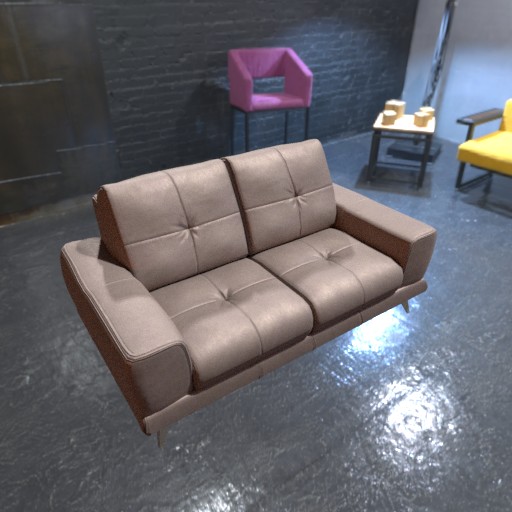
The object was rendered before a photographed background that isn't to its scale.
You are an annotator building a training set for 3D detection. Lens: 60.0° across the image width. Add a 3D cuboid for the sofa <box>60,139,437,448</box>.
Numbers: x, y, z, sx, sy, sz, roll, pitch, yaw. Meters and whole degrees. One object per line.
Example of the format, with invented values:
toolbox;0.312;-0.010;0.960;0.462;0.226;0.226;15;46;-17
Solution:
sofa;0.000;0.000;2.377;1.806;0.907;1.018;-20;36;-29
